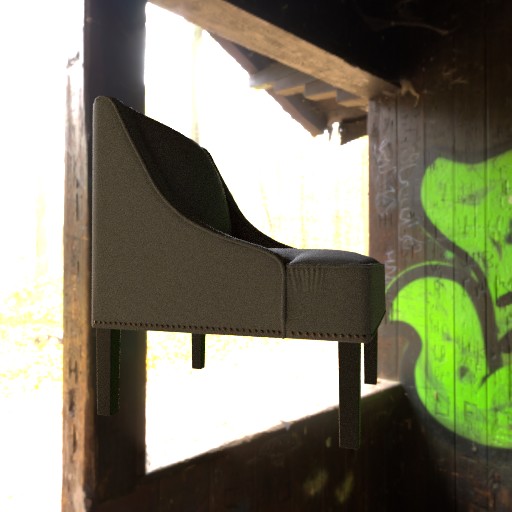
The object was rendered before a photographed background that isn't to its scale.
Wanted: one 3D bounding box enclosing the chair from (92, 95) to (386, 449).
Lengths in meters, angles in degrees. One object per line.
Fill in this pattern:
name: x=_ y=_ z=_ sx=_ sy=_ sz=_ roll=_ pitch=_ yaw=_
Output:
chair: x=0.000 y=0.000 z=1.369 sx=0.747 sy=0.867 sz=0.631 roll=0 pitch=-1 yaw=19
